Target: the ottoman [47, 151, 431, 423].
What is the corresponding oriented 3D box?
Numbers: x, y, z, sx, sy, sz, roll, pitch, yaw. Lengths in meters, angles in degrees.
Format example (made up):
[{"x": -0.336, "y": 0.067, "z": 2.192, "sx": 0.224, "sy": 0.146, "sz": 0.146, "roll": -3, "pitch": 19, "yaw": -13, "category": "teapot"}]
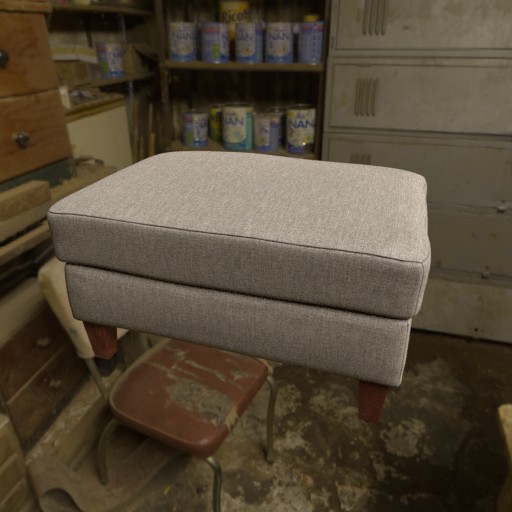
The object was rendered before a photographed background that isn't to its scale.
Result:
[{"x": 0.000, "y": 0.000, "z": 1.259, "sx": 0.873, "sy": 0.494, "sz": 0.639, "roll": 8, "pitch": 28, "yaw": 16, "category": "ottoman"}]
